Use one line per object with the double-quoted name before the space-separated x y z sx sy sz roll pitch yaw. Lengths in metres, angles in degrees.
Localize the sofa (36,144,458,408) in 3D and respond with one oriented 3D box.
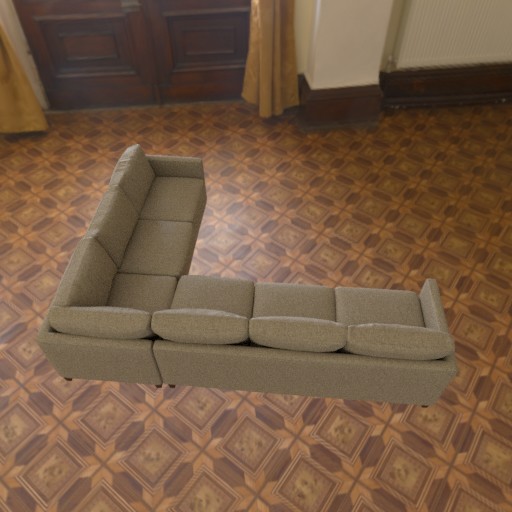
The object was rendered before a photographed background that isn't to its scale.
"sofa" 0.000 0.000 4.412 3.302 0.947 2.593 3 47 3
